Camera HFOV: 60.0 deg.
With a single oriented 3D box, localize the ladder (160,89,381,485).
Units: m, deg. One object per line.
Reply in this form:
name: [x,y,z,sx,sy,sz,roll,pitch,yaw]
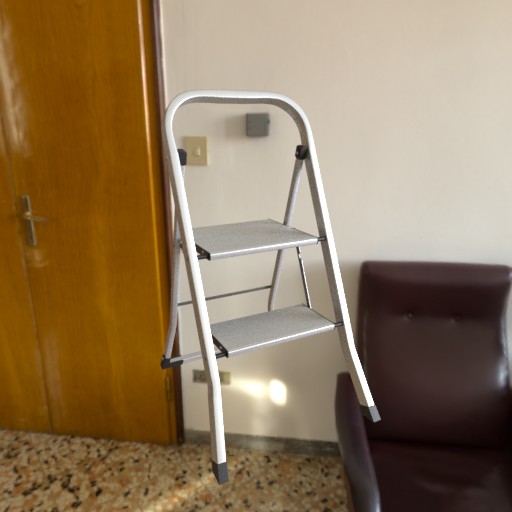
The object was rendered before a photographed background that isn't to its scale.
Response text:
ladder: [0.000,0.000,1.166,0.465,0.830,0.530,-9,19,-27]
